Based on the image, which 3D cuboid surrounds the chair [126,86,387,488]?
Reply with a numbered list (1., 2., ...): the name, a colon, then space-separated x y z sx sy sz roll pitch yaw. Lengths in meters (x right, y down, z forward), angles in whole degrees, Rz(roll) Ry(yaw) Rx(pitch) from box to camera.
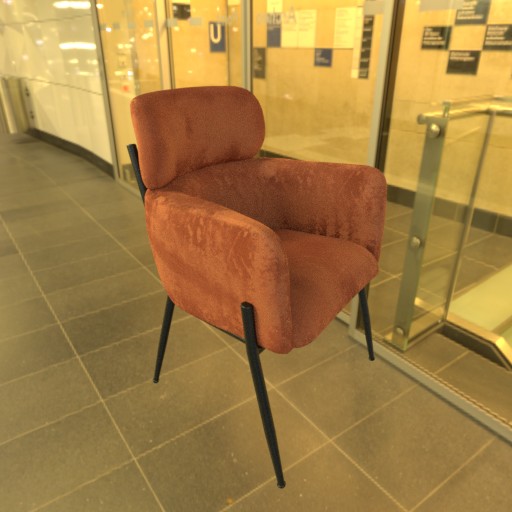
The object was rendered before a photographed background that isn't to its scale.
1. chair: 0.000 0.000 1.118 0.523 0.772 0.561 17 30 31
